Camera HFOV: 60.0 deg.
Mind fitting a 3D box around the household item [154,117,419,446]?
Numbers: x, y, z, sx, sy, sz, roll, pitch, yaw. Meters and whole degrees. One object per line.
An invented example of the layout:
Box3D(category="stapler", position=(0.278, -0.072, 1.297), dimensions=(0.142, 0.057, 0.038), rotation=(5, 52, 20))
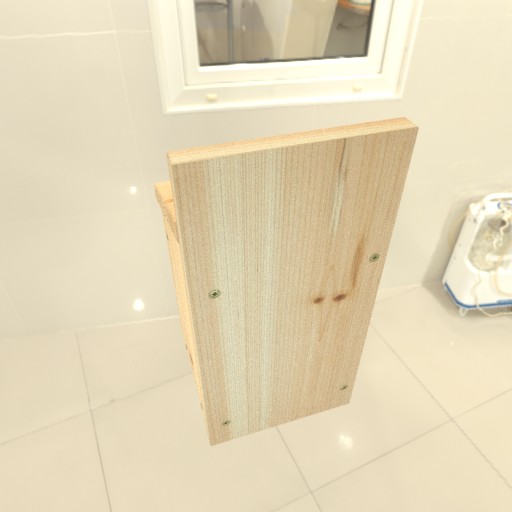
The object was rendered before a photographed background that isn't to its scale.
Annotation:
Box3D(category="household item", position=(0.000, 0.000, 0.401), dimensions=(0.149, 0.300, 0.171), rotation=(-12, 42, -14))
